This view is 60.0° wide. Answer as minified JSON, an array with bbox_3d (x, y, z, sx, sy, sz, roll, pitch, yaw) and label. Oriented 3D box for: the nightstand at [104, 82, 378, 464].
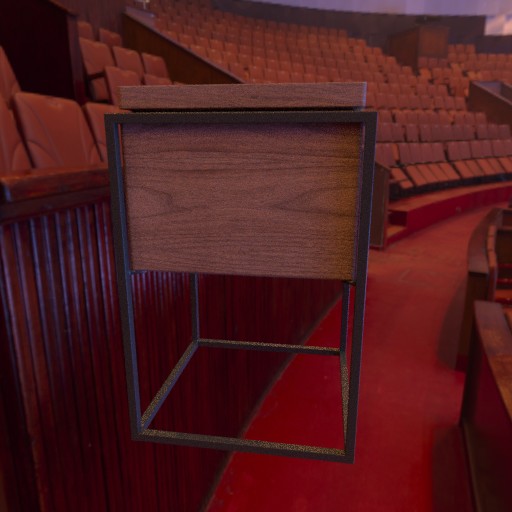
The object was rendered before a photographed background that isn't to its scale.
[{"bbox_3d":[0.000,0.000,0.887,0.397,0.607,0.397,2,15,9],"label":"nightstand"}]
